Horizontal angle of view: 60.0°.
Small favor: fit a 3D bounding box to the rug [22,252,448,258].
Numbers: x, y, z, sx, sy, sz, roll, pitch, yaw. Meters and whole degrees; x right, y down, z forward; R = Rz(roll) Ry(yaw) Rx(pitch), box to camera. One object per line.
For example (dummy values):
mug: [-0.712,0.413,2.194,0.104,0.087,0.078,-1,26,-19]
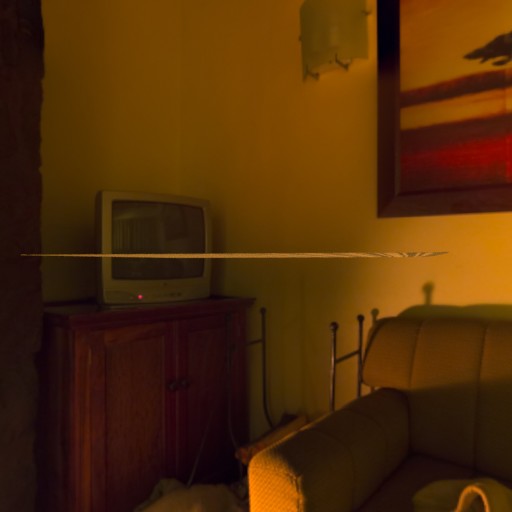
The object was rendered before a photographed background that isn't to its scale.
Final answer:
rug: [0.000,0.000,4.206,3.201,0.005,2.439,0,-1,18]
